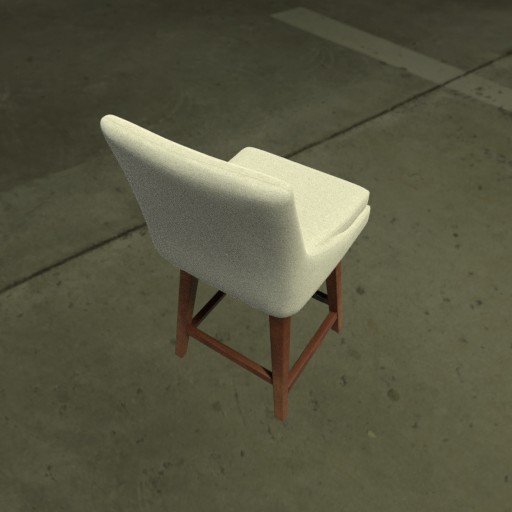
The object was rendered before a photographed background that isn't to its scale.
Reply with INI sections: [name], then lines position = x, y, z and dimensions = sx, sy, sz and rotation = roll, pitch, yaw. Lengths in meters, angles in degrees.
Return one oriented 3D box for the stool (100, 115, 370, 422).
[stool]
position = 0.000, 0.000, 1.310
dimensions = 0.469, 0.991, 0.559
rotation = 25, 51, 22
